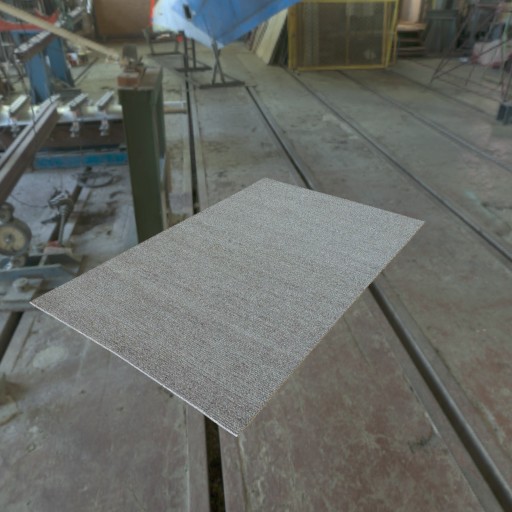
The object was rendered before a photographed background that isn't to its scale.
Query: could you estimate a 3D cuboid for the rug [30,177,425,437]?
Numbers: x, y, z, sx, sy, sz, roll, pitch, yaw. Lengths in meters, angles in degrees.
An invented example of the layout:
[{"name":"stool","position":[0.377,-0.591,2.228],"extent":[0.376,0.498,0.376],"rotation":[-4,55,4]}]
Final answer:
[{"name":"rug","position":[0.000,0.000,2.267],"extent":[1.154,0.021,1.792],"rotation":[21,38,30]}]
